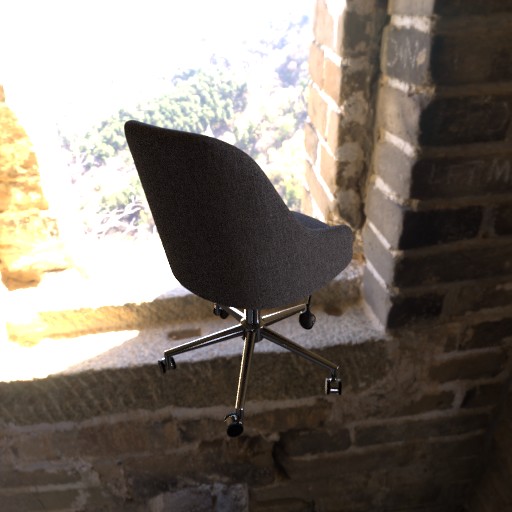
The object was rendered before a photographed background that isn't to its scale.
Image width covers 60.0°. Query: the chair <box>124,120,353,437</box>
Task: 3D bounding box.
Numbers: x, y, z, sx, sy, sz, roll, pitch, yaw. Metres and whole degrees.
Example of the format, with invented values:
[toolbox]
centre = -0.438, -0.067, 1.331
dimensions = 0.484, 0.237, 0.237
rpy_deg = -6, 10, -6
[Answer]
[chair]
centre = 0.000, 0.000, 1.462
dimensions = 0.671, 0.950, 0.712
rpy_deg = 21, 35, 33
